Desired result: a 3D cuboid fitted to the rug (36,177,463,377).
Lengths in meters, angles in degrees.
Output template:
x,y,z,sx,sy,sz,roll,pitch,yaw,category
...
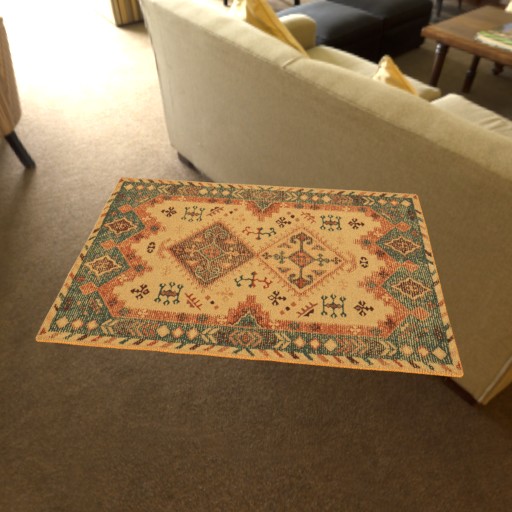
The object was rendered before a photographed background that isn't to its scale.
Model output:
x,y,z,sx,sy,sz,roll,pitch,yaw,category
0.000,0.000,2.306,1.840,0.015,1.225,4,46,4,rug
